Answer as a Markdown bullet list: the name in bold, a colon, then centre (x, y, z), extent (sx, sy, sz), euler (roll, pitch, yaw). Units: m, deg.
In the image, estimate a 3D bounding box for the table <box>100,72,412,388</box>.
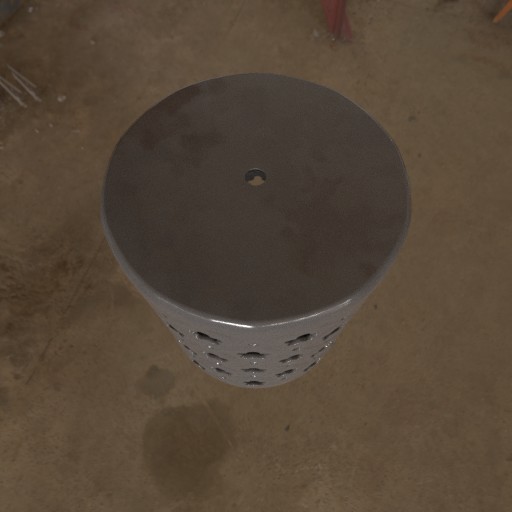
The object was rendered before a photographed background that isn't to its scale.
- **table**: centre (0.000, 0.000, 0.665), extent (0.352, 0.387, 0.352), euler (0, 63, 0)
